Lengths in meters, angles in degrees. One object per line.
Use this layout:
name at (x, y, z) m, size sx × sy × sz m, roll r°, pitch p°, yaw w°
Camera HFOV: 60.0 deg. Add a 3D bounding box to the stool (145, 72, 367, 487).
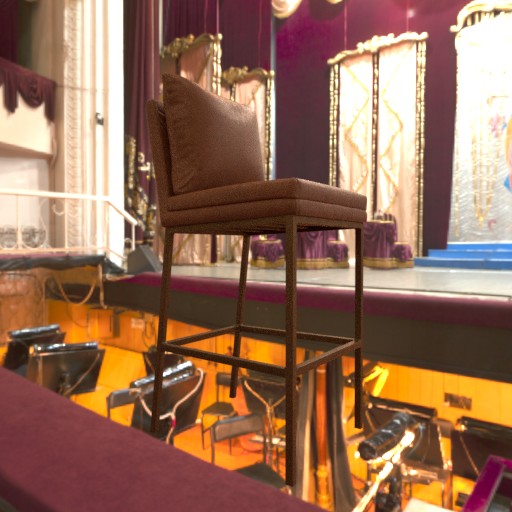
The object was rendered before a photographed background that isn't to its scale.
stool at (0.000, 0.000, 1.419) m, size 0.571 × 1.124 × 0.463 m, roll 1°, pitch 1°, yaw 36°
